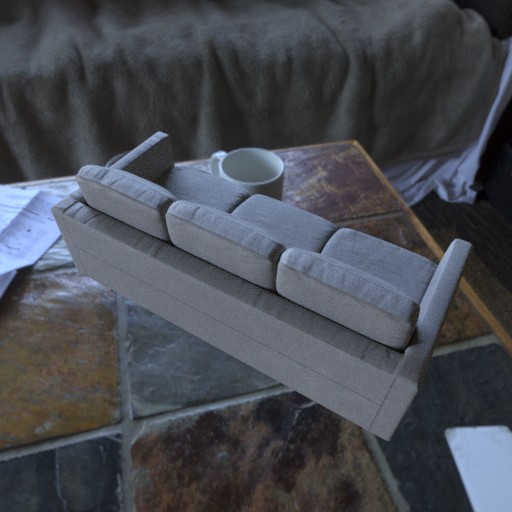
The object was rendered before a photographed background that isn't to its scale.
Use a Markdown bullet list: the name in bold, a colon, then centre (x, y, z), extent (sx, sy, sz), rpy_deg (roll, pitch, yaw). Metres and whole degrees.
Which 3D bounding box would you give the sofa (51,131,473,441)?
- **sofa**: centre (0.000, 0.000, 2.446), extent (1.983, 0.918, 0.944), rpy_deg (24, 51, 21)
